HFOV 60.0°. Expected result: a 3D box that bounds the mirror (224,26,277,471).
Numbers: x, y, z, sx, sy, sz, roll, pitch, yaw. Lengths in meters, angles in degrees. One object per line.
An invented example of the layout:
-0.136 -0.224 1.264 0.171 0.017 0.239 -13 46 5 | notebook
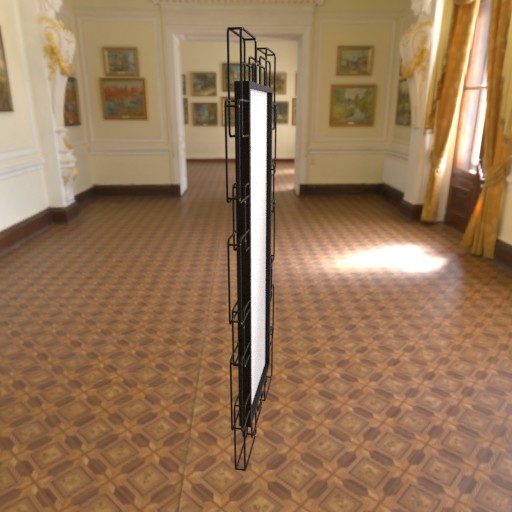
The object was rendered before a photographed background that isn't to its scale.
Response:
0.000 0.000 1.362 0.037 1.192 0.565 3 18 10 | mirror
